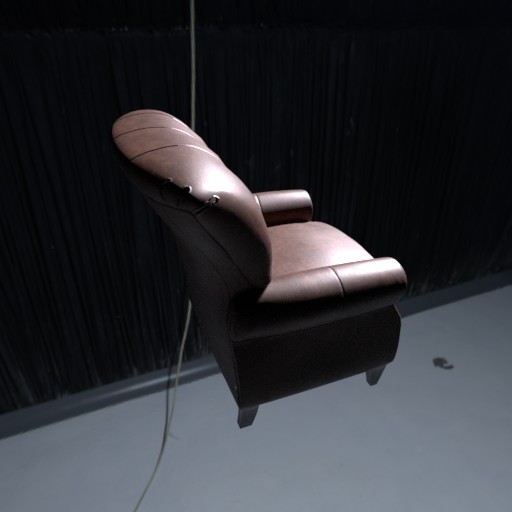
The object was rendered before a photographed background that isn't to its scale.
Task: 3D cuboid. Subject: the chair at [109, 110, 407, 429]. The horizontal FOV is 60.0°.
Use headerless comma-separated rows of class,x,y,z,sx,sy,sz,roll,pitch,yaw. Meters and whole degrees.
chair,0.000,0.000,1.897,1.031,1.162,0.979,-11,32,-19
